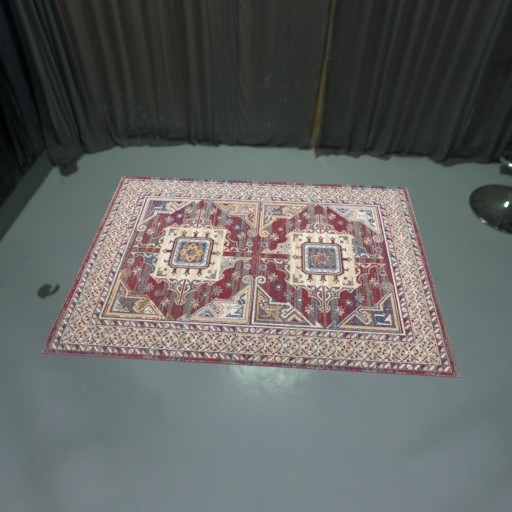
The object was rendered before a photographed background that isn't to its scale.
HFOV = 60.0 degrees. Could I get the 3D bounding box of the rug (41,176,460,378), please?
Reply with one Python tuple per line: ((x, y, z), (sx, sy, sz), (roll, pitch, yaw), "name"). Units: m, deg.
((0.000, 0.000, 2.883), (2.210, 0.011, 1.599), (3, 46, 3), "rug")
